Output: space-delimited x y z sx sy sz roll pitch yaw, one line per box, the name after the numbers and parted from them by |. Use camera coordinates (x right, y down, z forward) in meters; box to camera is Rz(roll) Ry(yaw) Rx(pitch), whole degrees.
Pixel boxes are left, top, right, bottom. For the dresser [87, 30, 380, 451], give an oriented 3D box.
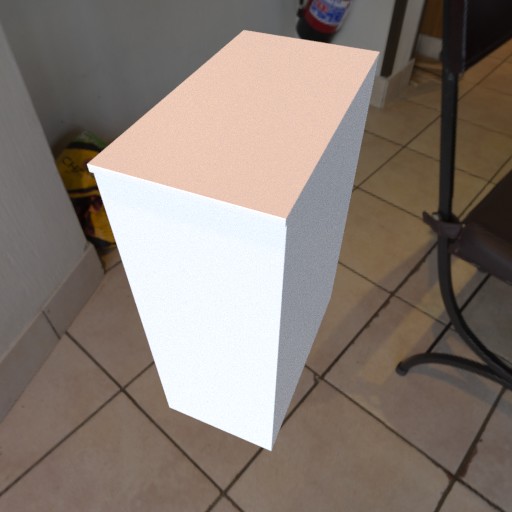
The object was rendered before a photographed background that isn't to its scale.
0.000 0.000 1.351 0.401 1.021 0.704 17 49 15 | dresser
